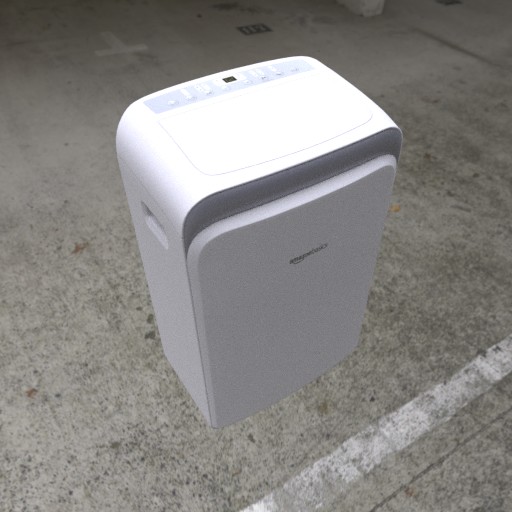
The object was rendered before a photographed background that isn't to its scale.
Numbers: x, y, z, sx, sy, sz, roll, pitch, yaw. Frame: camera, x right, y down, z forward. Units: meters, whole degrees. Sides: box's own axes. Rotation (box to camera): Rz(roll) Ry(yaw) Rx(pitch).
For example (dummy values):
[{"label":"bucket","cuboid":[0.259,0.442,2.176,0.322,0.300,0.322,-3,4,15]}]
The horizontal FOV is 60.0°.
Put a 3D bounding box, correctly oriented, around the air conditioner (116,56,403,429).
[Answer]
[{"label":"air conditioner","cuboid":[0.000,0.000,0.939,0.454,0.700,0.365,-24,51,-21]}]
